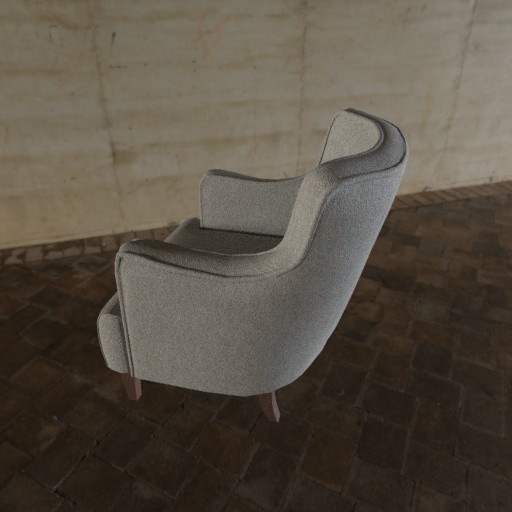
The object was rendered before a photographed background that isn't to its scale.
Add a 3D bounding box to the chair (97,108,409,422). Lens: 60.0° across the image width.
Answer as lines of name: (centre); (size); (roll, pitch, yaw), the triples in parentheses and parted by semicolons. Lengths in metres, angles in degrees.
chair: (0.000, 0.000, 1.566); (0.910, 0.920, 0.820); (7, 30, 12)
